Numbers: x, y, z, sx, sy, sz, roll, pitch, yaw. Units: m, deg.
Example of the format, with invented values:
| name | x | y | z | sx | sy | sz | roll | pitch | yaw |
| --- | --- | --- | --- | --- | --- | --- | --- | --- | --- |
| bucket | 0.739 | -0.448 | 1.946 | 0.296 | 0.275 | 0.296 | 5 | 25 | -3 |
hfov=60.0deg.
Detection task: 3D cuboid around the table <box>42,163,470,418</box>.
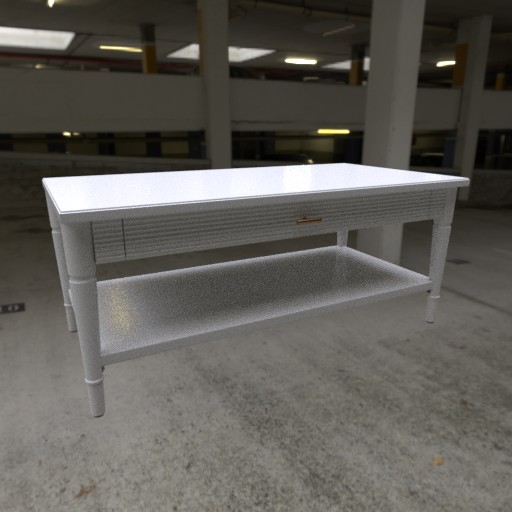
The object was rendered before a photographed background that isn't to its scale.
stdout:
| name | x | y | z | sx | sy | sz | roll | pitch | yaw |
| --- | --- | --- | --- | --- | --- | --- | --- | --- | --- |
| table | 0.000 | 0.000 | 1.311 | 1.067 | 0.457 | 0.559 | -9 | 19 | -26 |
